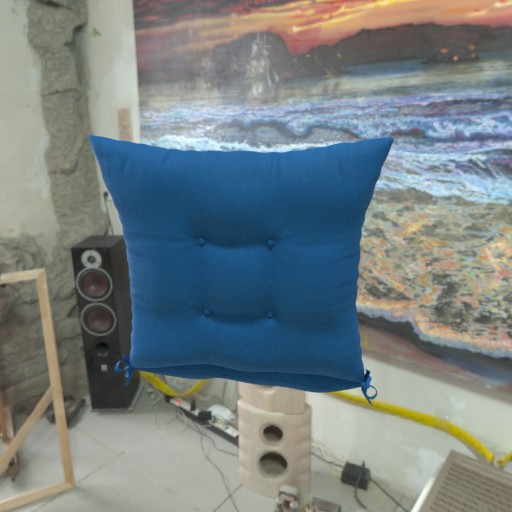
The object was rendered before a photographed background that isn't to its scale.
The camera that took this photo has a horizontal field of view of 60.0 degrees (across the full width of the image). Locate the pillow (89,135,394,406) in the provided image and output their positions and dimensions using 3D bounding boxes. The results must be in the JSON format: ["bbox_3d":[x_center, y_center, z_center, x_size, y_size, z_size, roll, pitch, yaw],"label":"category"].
[{"bbox_3d":[0.000,0.000,1.021,0.541,0.536,0.585,2,15,8],"label":"pillow"}]
